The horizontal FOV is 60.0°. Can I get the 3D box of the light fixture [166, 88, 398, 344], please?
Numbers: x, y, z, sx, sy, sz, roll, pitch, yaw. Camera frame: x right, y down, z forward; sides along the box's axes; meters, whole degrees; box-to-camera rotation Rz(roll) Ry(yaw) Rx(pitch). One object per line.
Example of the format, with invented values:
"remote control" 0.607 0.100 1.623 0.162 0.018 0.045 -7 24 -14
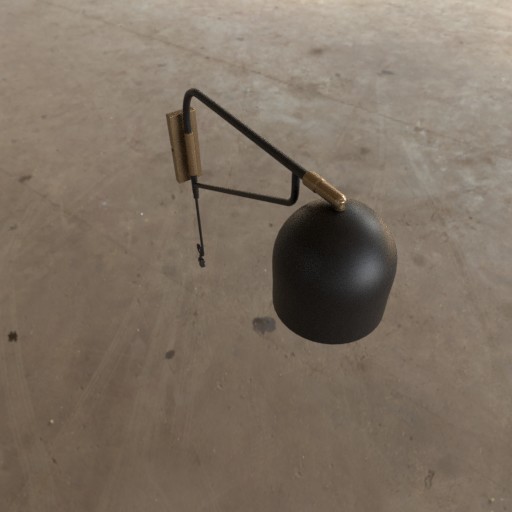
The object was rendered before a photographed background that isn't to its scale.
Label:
"light fixture" 0.000 0.000 1.075 0.215 0.696 0.720 -25 51 -22
